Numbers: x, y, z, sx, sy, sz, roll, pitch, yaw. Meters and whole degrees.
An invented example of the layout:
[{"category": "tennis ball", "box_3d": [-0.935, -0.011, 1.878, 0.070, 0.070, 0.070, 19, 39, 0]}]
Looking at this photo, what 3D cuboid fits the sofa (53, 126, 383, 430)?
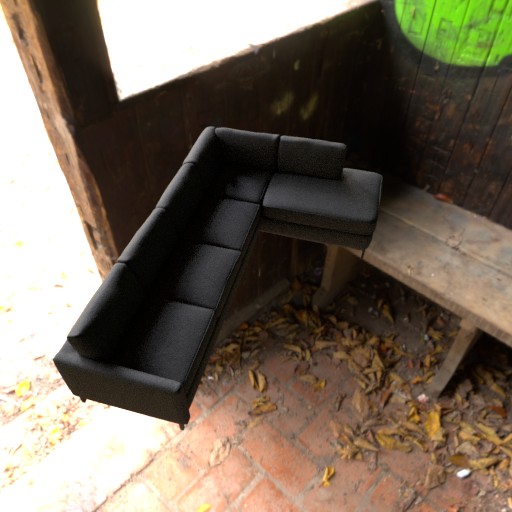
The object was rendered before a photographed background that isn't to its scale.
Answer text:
[{"category": "sofa", "box_3d": [0.000, 0.000, 3.850, 1.984, 0.858, 2.972, 11, 46, 11]}]
